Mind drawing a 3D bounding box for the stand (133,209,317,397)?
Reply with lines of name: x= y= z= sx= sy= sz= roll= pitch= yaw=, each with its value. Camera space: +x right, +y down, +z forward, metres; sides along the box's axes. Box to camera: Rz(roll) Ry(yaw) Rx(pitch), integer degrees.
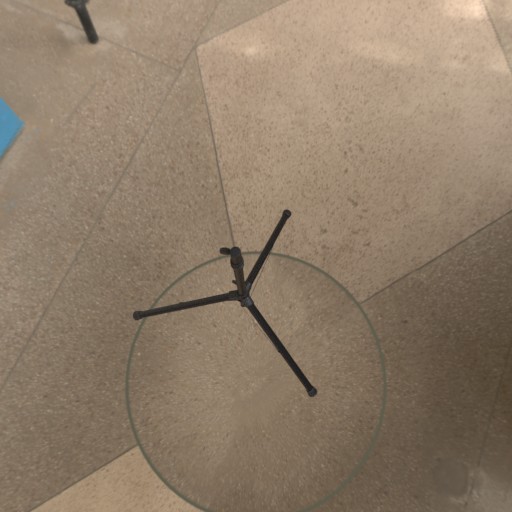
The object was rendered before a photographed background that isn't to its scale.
stand: x=0.000 y=0.000 z=1.887 sx=1.045 sy=1.136 sz=0.907 roll=24 pitch=76 yaw=6
